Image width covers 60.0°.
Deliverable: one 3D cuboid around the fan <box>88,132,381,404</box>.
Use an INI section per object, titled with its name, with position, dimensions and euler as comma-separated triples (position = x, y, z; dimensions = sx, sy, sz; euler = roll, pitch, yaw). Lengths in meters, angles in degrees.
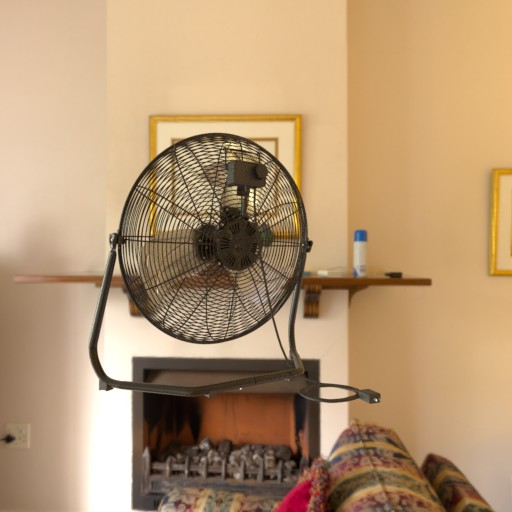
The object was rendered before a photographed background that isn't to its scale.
[fan]
position = 0.000, 0.000, 0.910
dimensions = 0.555, 0.546, 0.424
euler = 1, -1, -36
